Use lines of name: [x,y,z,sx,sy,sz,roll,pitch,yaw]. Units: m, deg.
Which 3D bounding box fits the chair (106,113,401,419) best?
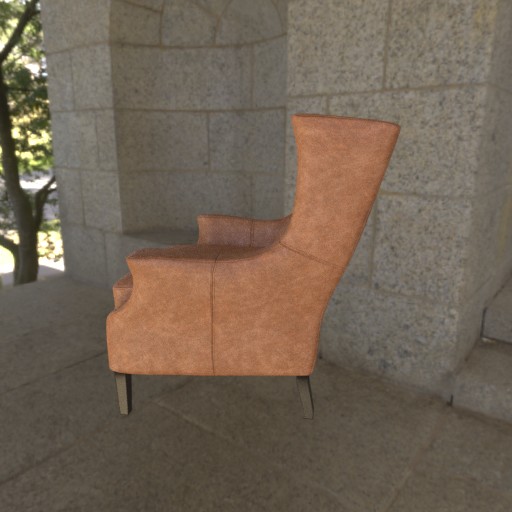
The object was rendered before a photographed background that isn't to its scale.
chair: [0.000,0.000,1.725,0.926,1.016,0.853,2,14,9]
